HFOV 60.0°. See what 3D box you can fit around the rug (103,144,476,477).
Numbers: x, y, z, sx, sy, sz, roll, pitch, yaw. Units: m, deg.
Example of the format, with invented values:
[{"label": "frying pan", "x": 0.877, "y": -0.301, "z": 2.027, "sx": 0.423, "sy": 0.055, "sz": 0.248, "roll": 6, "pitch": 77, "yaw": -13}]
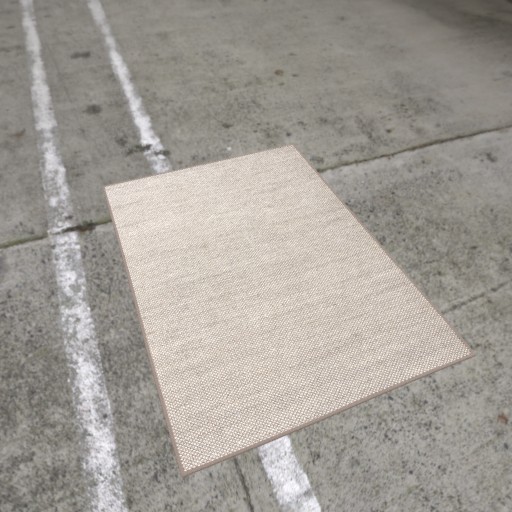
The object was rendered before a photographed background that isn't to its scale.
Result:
[{"label": "rug", "x": 0.000, "y": 0.000, "z": 2.684, "sx": 1.517, "sy": 0.013, "sz": 2.115, "roll": -16, "pitch": 48, "yaw": -15}]
